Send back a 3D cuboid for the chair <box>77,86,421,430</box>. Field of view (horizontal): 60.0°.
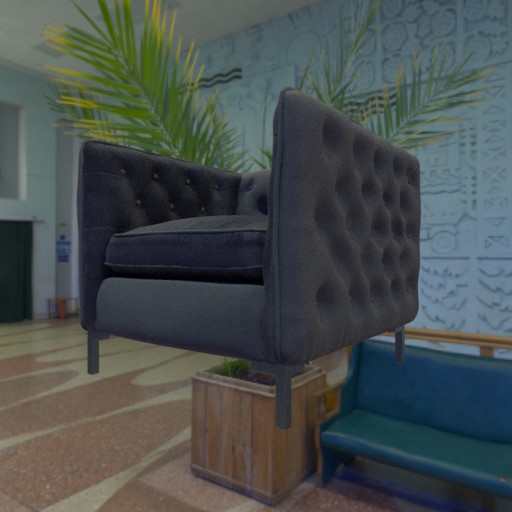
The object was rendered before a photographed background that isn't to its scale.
[{"bbox_3d":[0.000,0.000,1.603,0.946,0.807,0.913,0,0,37],"label":"chair"}]
